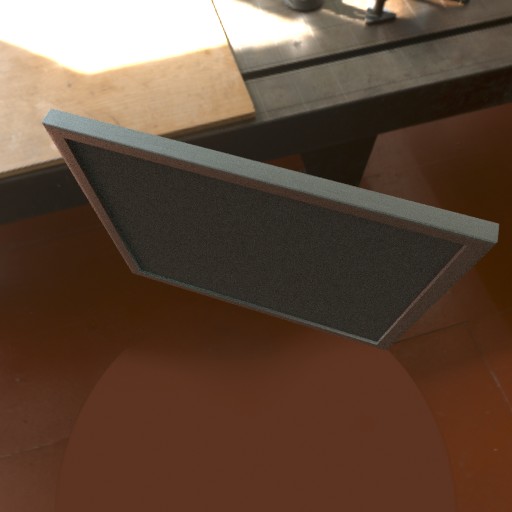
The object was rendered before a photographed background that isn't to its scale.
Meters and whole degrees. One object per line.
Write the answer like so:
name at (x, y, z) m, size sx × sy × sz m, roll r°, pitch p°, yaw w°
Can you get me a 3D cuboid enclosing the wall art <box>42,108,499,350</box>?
wall art at (0.000, 0.000, 0.725) m, size 0.556 × 0.457 × 0.028 m, roll 16°, pitch 65°, yaw 8°
